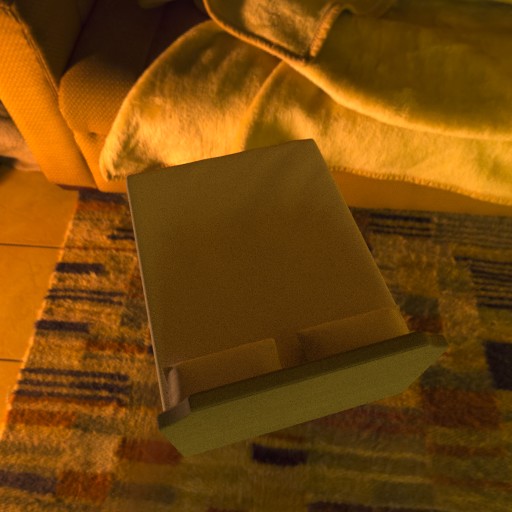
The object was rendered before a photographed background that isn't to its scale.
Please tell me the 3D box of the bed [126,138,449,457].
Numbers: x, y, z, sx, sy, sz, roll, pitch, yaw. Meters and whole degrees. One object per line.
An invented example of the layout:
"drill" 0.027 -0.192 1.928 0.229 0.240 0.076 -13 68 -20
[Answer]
"bed" 0.000 0.000 3.607 1.977 1.306 2.464 -13 59 -8
